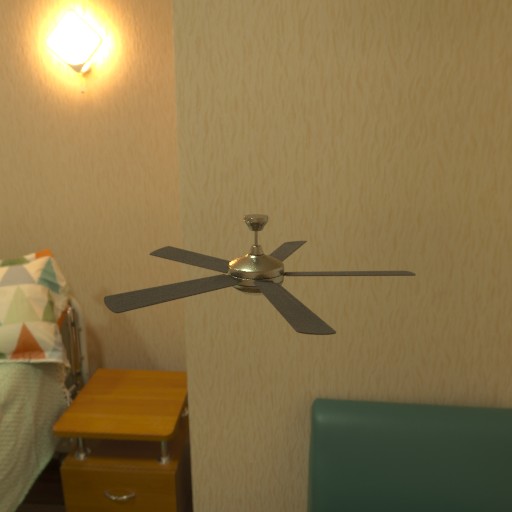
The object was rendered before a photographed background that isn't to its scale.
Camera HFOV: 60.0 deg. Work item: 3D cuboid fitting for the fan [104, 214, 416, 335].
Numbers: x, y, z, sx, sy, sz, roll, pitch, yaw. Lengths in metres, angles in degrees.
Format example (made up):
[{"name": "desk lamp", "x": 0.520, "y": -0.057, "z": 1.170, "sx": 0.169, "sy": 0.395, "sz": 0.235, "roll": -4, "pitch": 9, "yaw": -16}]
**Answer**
[{"name": "fan", "x": 0.000, "y": 0.000, "z": 1.959, "sx": 1.321, "sy": 0.356, "sz": 1.321, "roll": -7, "pitch": 16, "yaw": -25}]
